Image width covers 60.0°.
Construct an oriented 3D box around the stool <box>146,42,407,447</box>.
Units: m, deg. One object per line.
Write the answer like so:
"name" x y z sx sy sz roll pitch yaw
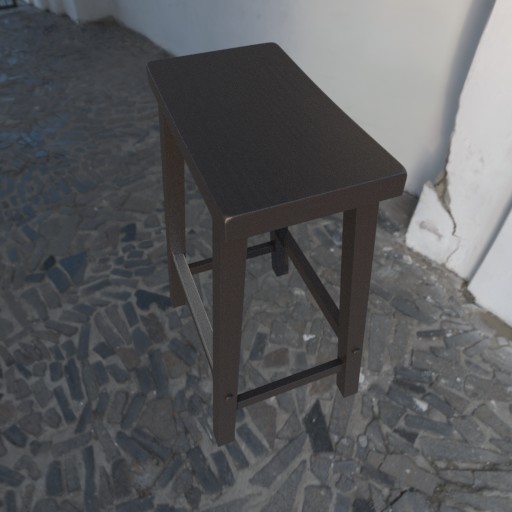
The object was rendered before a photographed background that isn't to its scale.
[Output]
"stool" 0.000 0.000 0.842 0.322 0.610 0.406 -16 49 -14
